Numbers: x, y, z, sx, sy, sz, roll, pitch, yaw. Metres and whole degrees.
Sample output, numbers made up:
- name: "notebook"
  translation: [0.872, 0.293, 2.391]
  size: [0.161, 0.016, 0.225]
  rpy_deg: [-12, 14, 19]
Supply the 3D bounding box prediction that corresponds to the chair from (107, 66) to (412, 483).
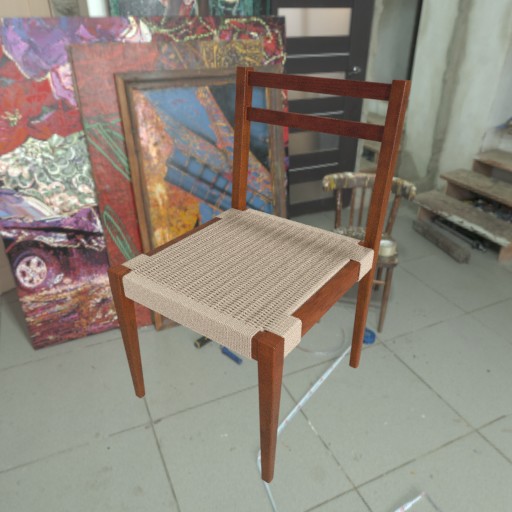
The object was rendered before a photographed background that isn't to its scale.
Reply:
- name: "chair"
  translation: [0.000, 0.000, 1.167]
  size: [0.495, 0.851, 0.569]
  rpy_deg: [19, 35, 31]
